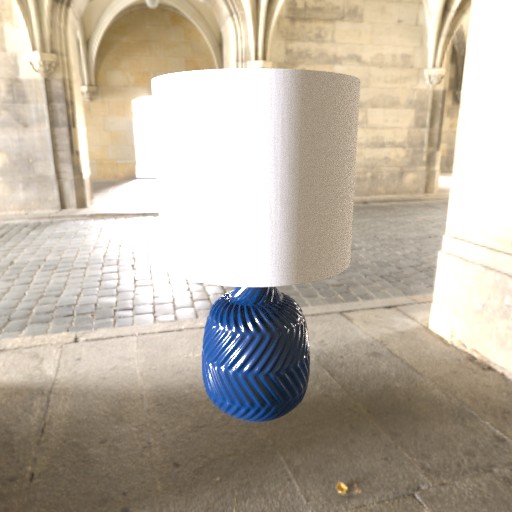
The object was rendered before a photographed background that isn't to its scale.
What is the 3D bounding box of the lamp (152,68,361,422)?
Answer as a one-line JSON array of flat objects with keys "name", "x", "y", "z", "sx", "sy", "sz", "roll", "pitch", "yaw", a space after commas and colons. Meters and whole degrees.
[{"name": "lamp", "x": 0.000, "y": 0.000, "z": 0.488, "sx": 0.203, "sy": 0.368, "sz": 0.203, "roll": 8, "pitch": 17, "yaw": 26}]
